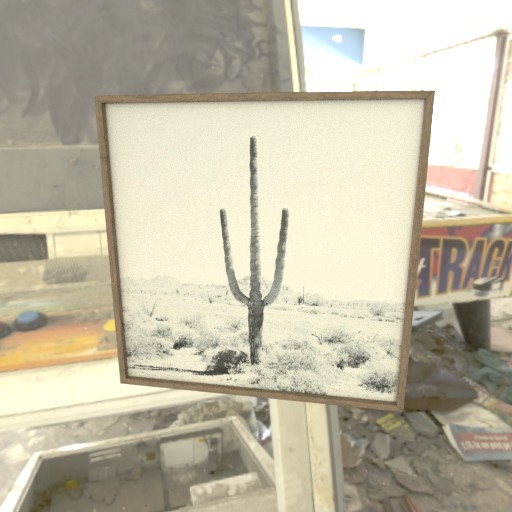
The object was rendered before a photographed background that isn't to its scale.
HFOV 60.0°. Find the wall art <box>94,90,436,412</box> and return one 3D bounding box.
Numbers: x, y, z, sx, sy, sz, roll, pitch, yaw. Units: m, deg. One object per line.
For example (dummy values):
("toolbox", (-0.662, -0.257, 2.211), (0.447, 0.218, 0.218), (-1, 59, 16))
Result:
("wall art", (0.000, 0.000, 0.736), (0.508, 0.508, 0.038), (3, 16, 10))
